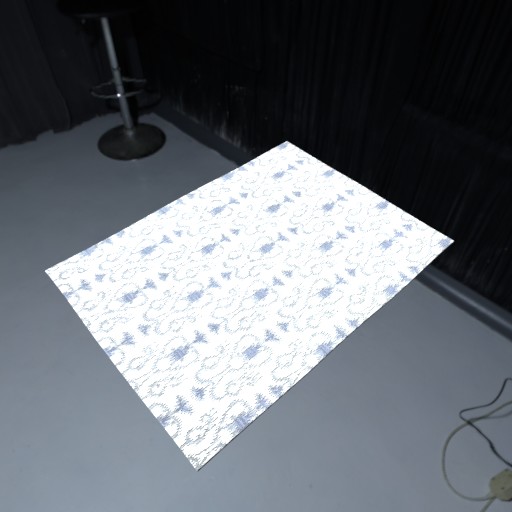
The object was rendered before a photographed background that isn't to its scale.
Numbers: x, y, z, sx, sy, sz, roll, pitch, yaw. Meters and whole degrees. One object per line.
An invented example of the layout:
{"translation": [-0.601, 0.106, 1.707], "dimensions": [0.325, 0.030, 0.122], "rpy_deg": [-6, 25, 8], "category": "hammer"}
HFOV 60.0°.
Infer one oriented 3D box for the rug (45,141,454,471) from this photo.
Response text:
{"translation": [0.000, 0.000, 3.016], "dimensions": [2.261, 0.013, 1.676], "rpy_deg": [-34, 56, -27], "category": "rug"}
